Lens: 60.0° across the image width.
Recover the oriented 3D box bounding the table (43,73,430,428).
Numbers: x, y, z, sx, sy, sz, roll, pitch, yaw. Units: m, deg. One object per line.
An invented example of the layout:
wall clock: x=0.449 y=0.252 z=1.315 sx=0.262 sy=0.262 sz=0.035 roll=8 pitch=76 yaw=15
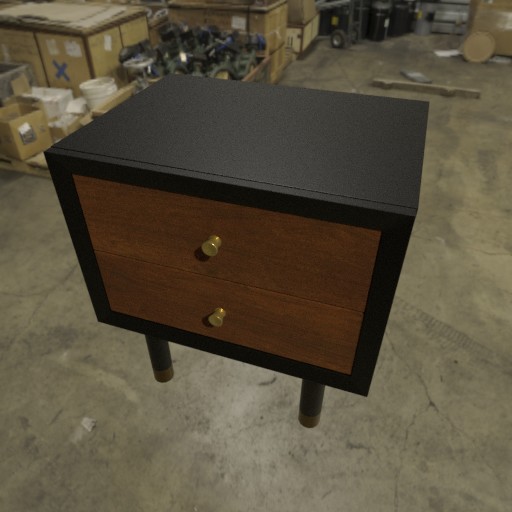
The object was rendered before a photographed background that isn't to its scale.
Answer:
table: x=0.000 y=0.000 z=0.955 sx=0.564 sy=0.584 sz=0.441 roll=12 pitch=40 yaw=15
